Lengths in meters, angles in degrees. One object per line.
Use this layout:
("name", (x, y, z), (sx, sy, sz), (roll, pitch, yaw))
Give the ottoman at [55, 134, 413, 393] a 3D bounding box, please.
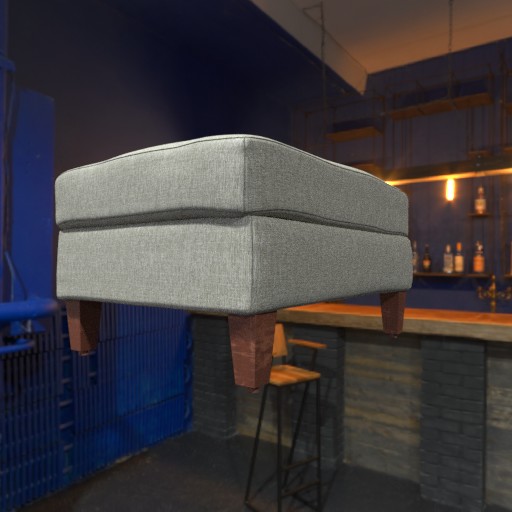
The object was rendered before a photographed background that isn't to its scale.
("ottoman", (0.000, 0.000, 1.242), (0.639, 0.494, 0.873), (-1, -1, 37))
